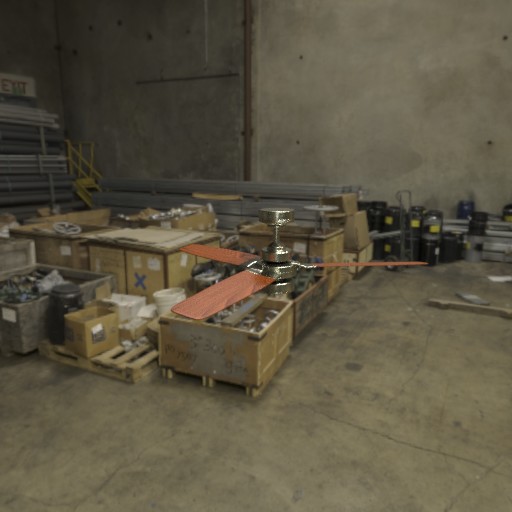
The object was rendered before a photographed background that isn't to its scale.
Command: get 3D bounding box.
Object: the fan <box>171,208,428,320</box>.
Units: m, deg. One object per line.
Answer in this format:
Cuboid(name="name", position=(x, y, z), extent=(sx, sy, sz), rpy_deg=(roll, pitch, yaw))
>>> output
Cuboid(name="fan", position=(0.000, 0.000, 2.081), extent=(1.416, 0.410, 1.271), rpy_deg=(6, 13, 26))
